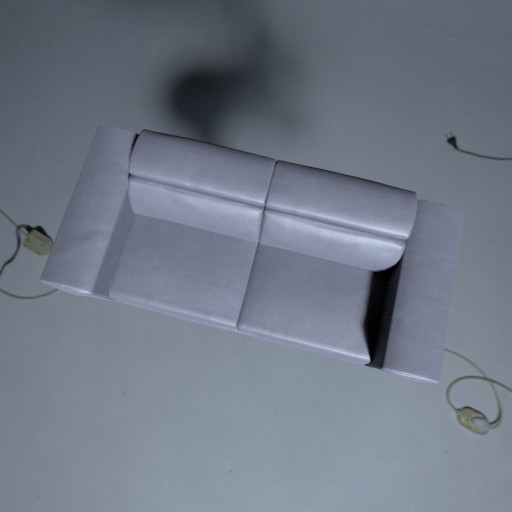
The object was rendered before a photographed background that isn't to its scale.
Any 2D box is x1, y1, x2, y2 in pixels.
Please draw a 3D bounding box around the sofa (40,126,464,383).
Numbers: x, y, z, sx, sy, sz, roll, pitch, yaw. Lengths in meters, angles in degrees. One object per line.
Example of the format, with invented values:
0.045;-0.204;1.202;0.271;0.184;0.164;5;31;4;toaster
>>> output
0.000;0.000;2.818;2.330;0.814;1.048;14;76;3;sofa
